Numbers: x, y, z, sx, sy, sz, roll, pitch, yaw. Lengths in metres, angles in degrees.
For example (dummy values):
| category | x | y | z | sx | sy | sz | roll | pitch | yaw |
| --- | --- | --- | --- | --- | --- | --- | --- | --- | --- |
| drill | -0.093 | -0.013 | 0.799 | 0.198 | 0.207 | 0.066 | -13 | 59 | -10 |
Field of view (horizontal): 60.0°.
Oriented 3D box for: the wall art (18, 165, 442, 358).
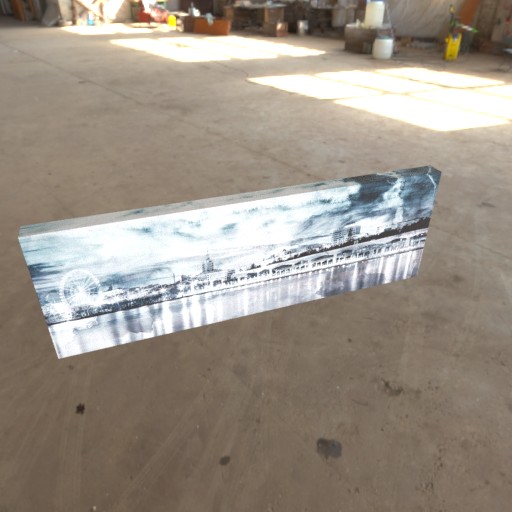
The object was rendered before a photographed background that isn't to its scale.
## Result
| category | x | y | z | sx | sy | sz | roll | pitch | yaw |
| --- | --- | --- | --- | --- | --- | --- | --- | --- | --- |
| wall art | 0.000 | 0.000 | 0.843 | 0.759 | 0.251 | 0.037 | -11 | 34 | -16 |
